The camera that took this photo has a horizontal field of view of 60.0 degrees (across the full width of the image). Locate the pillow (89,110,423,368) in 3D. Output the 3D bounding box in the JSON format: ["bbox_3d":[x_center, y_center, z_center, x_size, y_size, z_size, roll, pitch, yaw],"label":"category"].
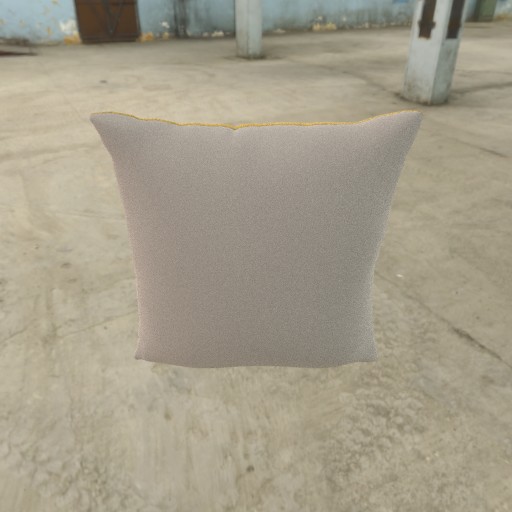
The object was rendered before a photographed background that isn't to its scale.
[{"bbox_3d":[0.000,0.000,0.706,0.450,0.450,0.211,0,31,0],"label":"pillow"}]
